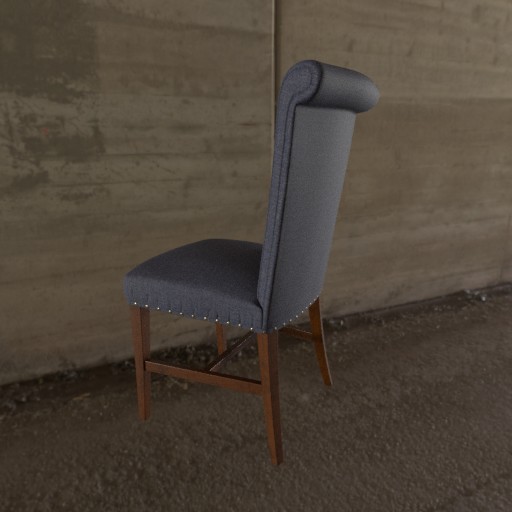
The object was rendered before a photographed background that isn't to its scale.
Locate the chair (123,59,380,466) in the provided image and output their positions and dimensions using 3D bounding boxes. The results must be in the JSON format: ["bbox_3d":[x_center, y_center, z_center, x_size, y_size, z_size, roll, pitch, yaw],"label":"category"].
[{"bbox_3d":[0.000,0.000,1.319,0.608,0.988,0.513,8,17,26],"label":"chair"}]
